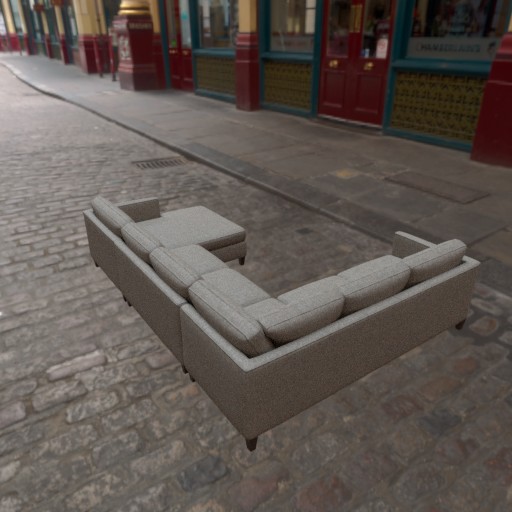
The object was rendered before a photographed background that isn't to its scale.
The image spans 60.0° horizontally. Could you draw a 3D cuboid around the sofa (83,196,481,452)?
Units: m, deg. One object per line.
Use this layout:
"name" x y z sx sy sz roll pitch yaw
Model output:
"sofa" 0.000 0.000 4.601 2.551 0.889 3.403 -17 31 -31
